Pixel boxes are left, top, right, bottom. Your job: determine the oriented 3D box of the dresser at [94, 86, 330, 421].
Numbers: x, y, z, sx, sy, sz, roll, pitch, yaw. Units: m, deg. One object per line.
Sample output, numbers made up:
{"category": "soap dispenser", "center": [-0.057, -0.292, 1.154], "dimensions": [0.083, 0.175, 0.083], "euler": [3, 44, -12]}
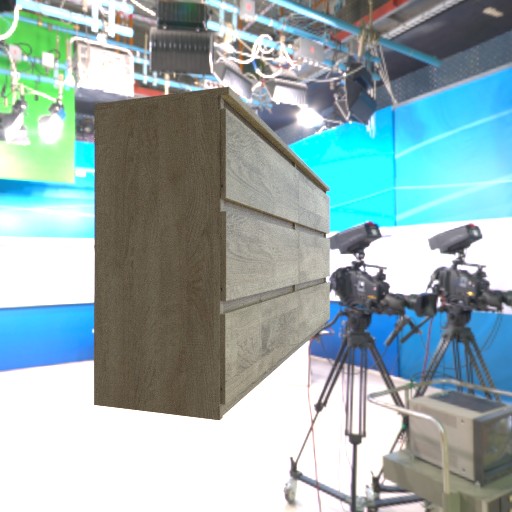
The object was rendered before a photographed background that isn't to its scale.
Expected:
{"category": "dresser", "center": [0.000, 0.000, 1.861], "dimensions": [0.390, 0.795, 1.590], "euler": [0, 0, 18]}
